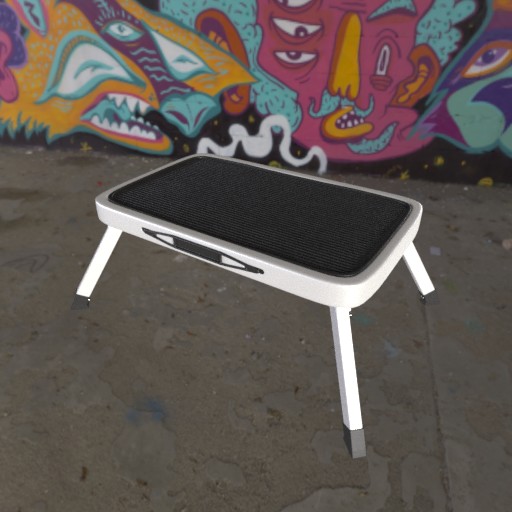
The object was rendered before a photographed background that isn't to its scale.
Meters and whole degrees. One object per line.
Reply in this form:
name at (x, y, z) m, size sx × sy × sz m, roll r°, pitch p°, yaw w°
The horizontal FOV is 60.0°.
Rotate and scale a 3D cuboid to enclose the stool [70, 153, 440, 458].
stool at (0.000, 0.000, 0.617) m, size 0.460 × 0.170 × 0.320 m, roll 19°, pitch 36°, yaw 28°
